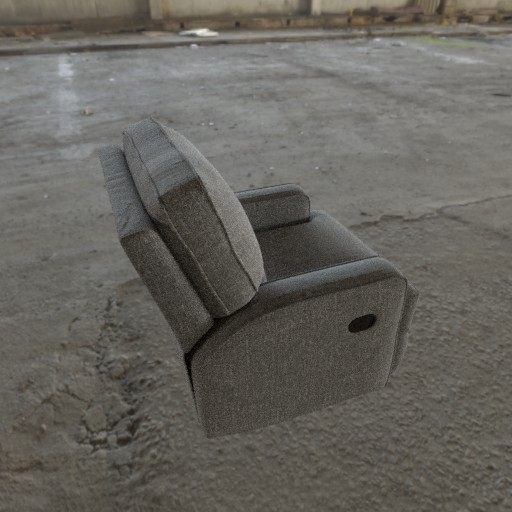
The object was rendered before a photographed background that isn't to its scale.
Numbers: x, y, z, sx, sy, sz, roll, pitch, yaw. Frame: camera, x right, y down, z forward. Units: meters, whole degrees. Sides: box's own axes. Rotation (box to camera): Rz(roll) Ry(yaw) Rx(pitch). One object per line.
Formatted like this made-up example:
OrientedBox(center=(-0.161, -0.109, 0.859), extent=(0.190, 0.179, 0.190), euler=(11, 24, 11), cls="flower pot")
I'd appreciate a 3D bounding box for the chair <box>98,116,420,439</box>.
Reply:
OrientedBox(center=(0.000, 0.000, 1.662), extent=(0.964, 0.962, 0.861), euler=(-11, 33, -18), cls="chair")
